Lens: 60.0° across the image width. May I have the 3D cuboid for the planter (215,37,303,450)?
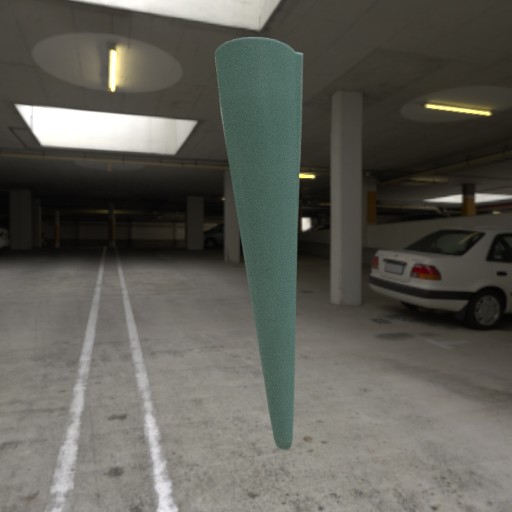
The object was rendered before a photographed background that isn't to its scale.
[{"bbox_3d":[0.000,0.000,0.298,0.055,0.268,0.054,0,1,-18],"label":"planter"}]
